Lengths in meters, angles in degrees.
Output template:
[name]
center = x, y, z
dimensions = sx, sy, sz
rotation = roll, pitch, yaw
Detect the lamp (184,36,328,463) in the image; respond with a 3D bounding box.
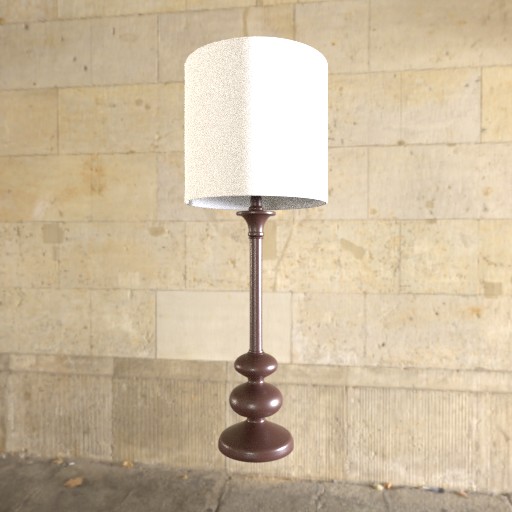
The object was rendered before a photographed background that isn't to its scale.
[lamp]
center = 0.000, 0.000, 0.800
dimensions = 0.254, 0.690, 0.254
rotation = -1, 1, -35
